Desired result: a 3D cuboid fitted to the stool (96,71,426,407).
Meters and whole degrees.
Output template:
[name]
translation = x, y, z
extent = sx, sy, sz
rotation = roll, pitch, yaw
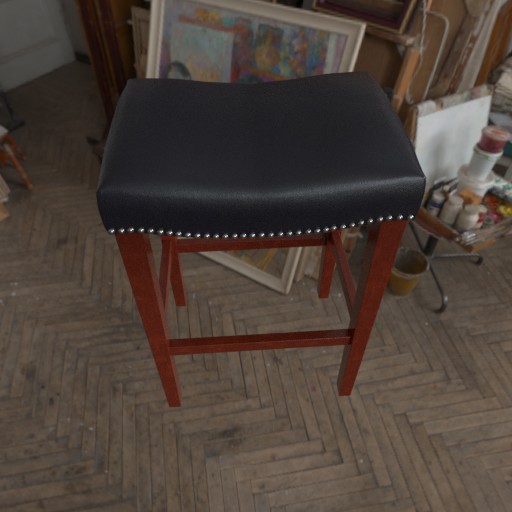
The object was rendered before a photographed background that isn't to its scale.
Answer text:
[stool]
translation = 0.000, 0.000, 1.023
extent = 0.504, 0.742, 0.372
rotation = -3, 47, -3
